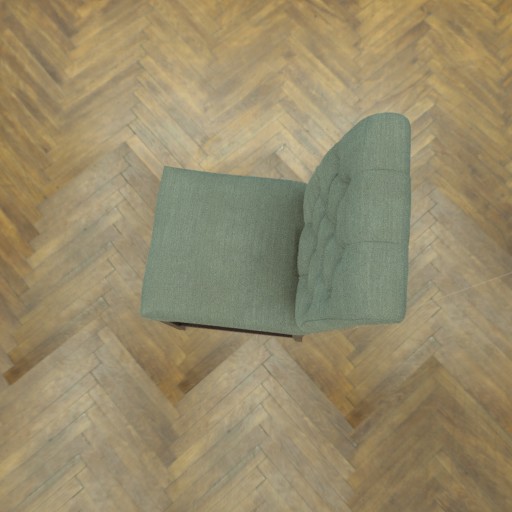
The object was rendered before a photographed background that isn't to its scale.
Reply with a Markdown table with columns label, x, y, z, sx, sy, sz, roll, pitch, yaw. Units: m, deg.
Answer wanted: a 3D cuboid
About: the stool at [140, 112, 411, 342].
| label | x | y | z | sx | sy | sz | roll | pitch | yaw |
| --- | --- | --- | --- | --- | --- | --- | --- | --- | --- |
| stool | 0.000 | 0.000 | 1.442 | 0.660 | 1.084 | 0.486 | 6 | 76 | 1 |
